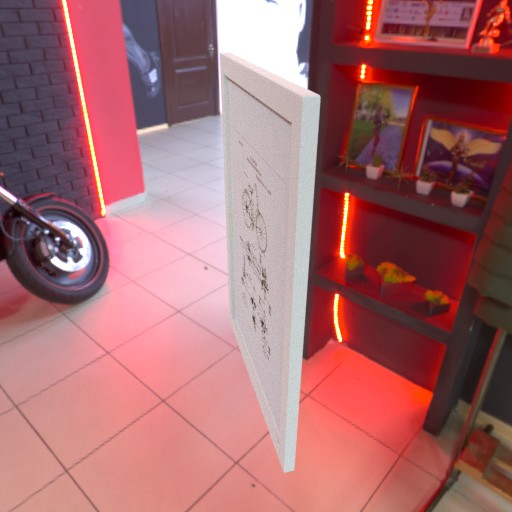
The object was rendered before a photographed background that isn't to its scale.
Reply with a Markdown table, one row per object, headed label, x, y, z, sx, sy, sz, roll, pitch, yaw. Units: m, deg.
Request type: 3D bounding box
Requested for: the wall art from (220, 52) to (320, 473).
| label | x | y | z | sx | sy | sz | roll | pitch | yaw |
| --- | --- | --- | --- | --- | --- | --- | --- | --- | --- |
| wall art | 0.000 | 0.000 | 0.606 | 0.015 | 0.477 | 0.332 | -8 | 31 | -13 |
